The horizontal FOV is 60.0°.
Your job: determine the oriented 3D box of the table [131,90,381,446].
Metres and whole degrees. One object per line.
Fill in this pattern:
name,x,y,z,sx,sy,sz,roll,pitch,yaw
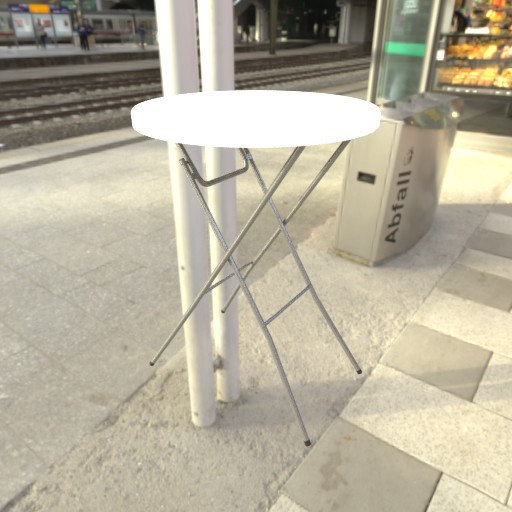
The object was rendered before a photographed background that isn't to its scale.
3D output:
table,0.000,0.000,1.697,0.795,1.105,0.792,18,32,31
